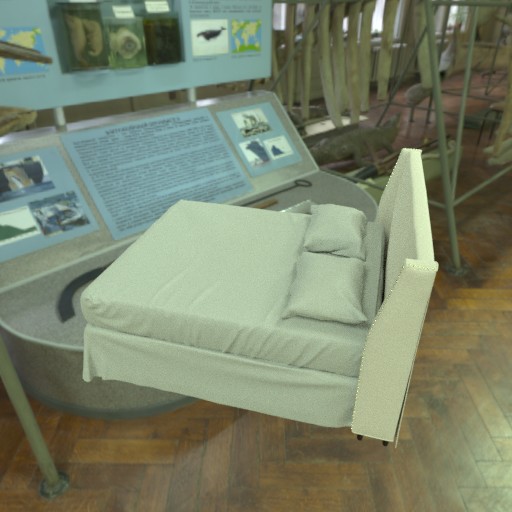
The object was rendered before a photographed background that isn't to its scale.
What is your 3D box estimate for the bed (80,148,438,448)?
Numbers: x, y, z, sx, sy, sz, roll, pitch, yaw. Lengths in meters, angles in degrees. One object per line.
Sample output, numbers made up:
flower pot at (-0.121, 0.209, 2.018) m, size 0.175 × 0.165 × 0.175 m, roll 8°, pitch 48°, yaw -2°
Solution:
bed at (0.000, 0.000, 3.390) m, size 2.276 × 1.332 × 1.925 m, roll 8°, pitch 32°, yaw 13°
